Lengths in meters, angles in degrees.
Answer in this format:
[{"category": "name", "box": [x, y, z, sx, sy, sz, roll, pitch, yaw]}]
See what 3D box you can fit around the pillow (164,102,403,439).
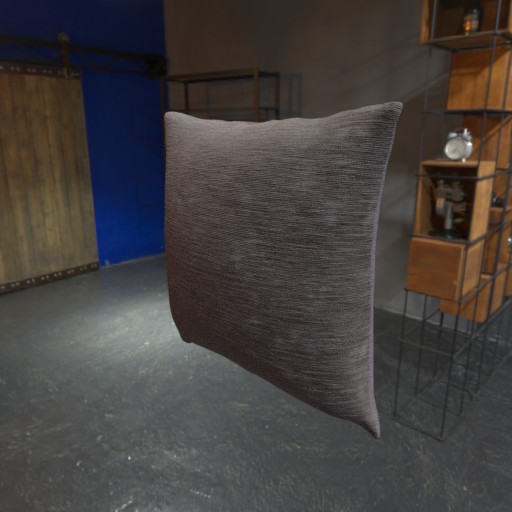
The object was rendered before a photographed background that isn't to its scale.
[{"category": "pillow", "box": [0.000, 0.000, 0.686, 0.452, 0.439, 0.204, 15, 22, 43]}]
